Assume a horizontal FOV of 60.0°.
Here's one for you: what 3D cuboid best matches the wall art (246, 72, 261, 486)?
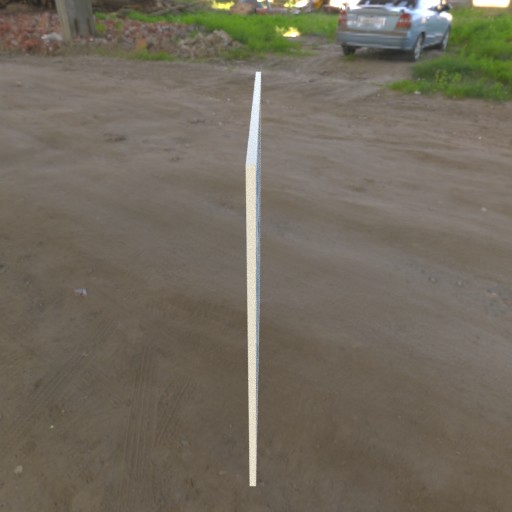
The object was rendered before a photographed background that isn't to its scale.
[{"bbox_3d":[0.000,0.000,1.210,0.015,0.812,0.812,1,31,1],"label":"wall art"}]
